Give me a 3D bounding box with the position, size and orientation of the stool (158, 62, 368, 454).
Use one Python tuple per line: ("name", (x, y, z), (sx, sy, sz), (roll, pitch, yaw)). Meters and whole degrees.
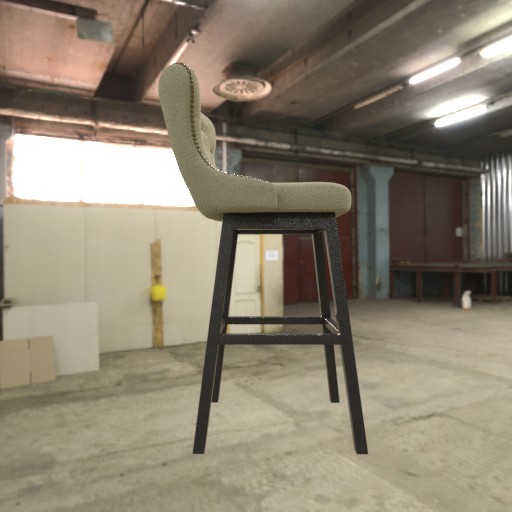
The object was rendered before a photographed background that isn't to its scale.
("stool", (0.000, 0.000, 1.415), (0.605, 1.066, 0.528), (0, 0, 0))
